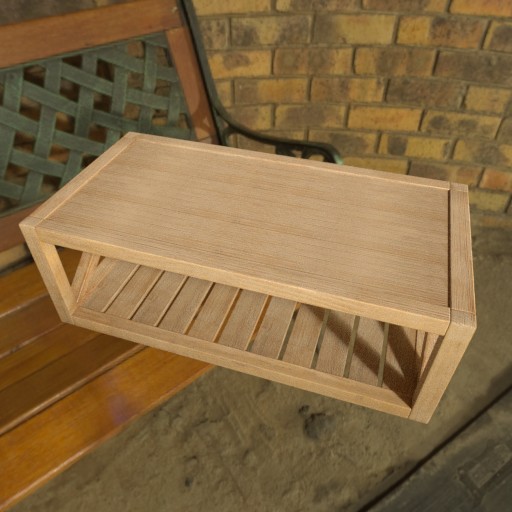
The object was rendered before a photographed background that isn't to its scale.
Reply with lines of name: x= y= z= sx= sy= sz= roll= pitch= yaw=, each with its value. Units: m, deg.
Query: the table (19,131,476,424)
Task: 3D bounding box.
table: x=0.000 y=0.000 z=1.581 sx=1.321 sy=0.457 sz=0.660 roll=12 pitch=43 yaw=13
